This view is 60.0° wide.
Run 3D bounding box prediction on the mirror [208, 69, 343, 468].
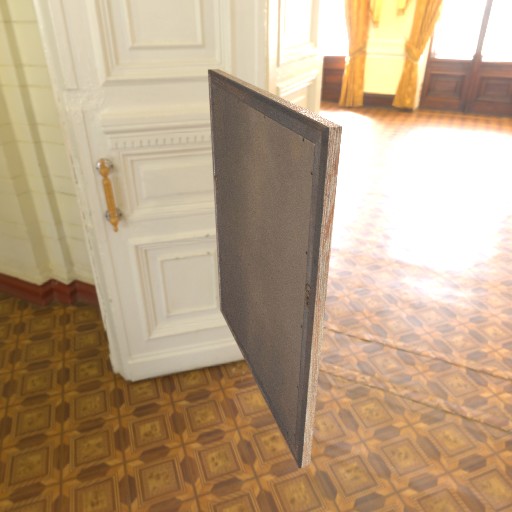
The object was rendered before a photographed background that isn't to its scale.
[{"bbox_3d":[0.000,0.000,1.238,0.032,0.882,0.730,-11,32,-18],"label":"mirror"}]
